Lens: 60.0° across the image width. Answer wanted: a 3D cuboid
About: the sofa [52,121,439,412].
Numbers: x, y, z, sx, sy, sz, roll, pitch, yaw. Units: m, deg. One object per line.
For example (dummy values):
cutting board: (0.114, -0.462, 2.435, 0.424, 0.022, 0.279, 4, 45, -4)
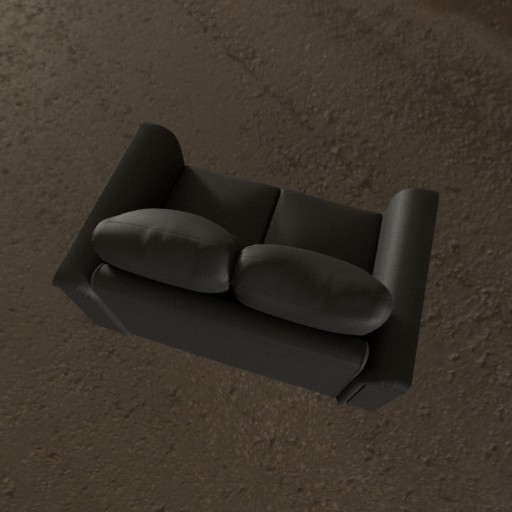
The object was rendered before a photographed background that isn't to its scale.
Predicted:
sofa: (0.000, 0.000, 1.971, 1.386, 0.845, 0.887, 15, 64, 8)
